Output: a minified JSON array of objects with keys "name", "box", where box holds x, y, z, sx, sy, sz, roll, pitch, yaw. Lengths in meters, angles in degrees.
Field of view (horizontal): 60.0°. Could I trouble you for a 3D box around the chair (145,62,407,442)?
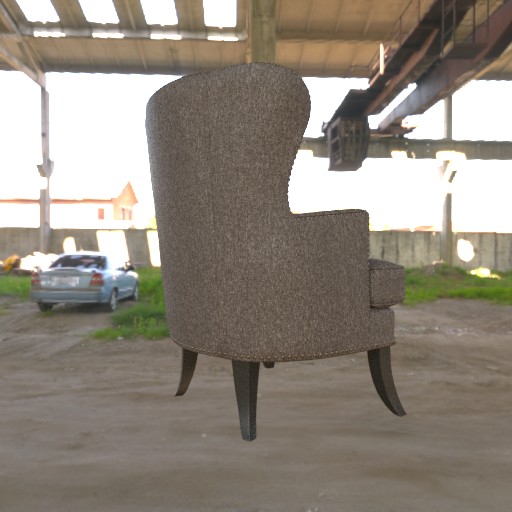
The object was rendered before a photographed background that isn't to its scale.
[{"name":"chair","box":[0.000,0.000,1.584,0.758,1.060,0.759,0,1,-35]}]
